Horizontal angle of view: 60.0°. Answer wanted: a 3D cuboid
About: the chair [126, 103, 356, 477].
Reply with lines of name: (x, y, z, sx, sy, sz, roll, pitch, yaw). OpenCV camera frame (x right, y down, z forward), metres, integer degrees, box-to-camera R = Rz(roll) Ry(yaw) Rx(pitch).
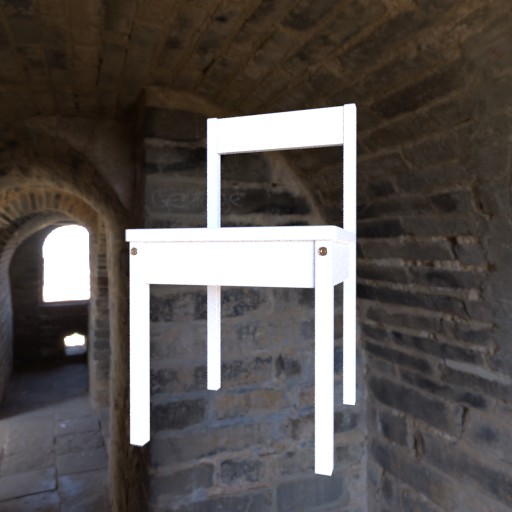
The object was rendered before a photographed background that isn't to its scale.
chair: (0.000, 0.000, 0.885, 0.367, 0.668, 0.361, 0, 1, 18)
